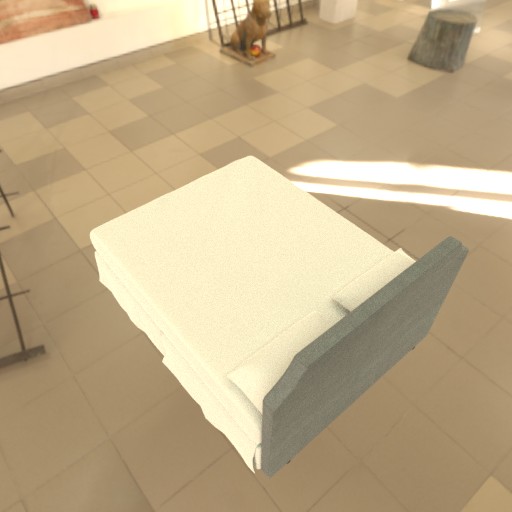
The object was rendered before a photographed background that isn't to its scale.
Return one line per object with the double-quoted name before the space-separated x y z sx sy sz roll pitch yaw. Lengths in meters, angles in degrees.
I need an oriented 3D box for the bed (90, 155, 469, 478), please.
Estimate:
"bed" 0.000 0.000 3.637 1.977 1.306 2.464 -31 54 -26
